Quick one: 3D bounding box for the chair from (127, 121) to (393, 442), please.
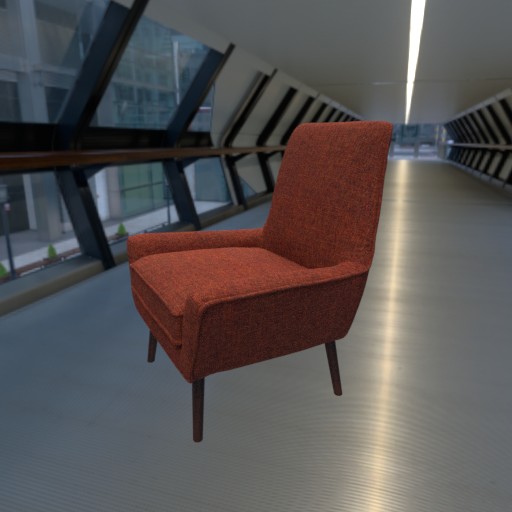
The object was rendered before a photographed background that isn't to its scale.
[{"bbox_3d":[0.000,0.000,1.562,0.784,0.911,0.803,-8,17,-27],"label":"chair"}]
